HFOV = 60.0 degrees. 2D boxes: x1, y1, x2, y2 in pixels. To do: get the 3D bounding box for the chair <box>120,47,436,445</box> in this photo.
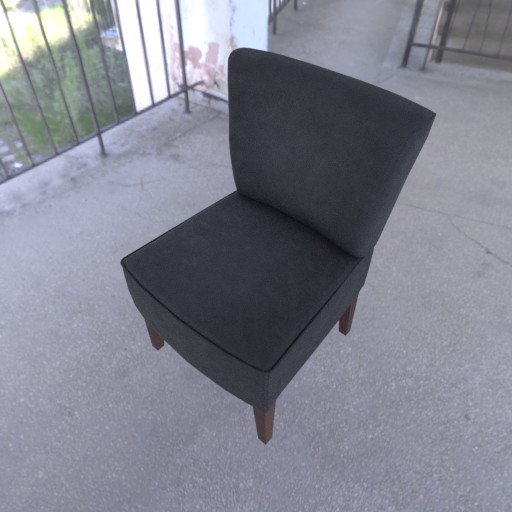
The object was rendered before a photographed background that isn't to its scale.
[{"bbox_3d":[0.000,0.000,1.150,0.521,0.806,0.554,32,54,27],"label":"chair"}]
